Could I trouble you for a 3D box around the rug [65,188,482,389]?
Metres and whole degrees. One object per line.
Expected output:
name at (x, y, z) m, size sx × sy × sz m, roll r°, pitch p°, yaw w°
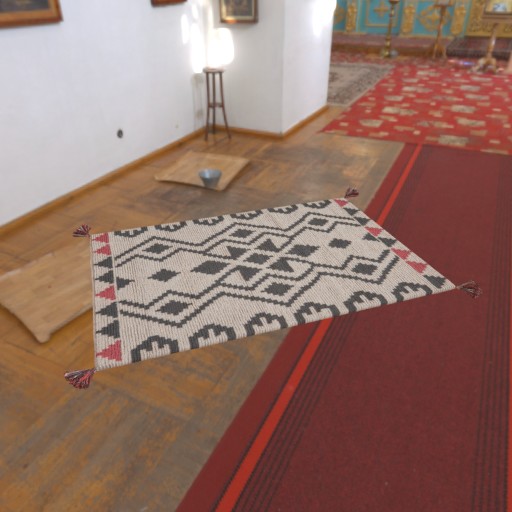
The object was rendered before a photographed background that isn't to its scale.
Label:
rug at (0.000, 0.000, 2.579) m, size 2.069 × 0.067 × 1.444 m, roll -10°, pitch 33°, yaw -16°
